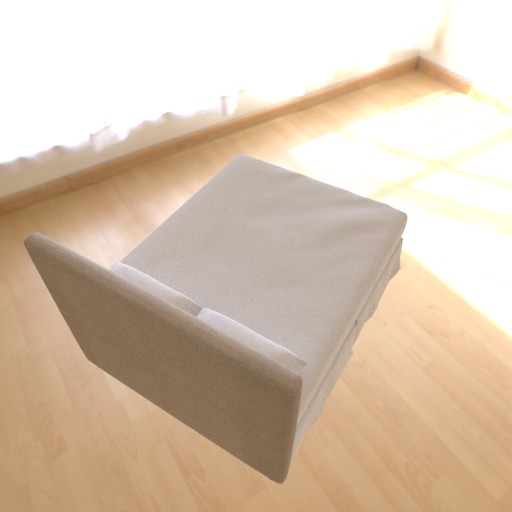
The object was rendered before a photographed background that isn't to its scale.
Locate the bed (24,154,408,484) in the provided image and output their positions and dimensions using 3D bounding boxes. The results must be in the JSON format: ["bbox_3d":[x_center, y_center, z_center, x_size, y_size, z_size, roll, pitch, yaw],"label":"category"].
[{"bbox_3d":[0.000,0.000,3.142,1.713,1.330,2.162,24,52,21],"label":"bed"}]
